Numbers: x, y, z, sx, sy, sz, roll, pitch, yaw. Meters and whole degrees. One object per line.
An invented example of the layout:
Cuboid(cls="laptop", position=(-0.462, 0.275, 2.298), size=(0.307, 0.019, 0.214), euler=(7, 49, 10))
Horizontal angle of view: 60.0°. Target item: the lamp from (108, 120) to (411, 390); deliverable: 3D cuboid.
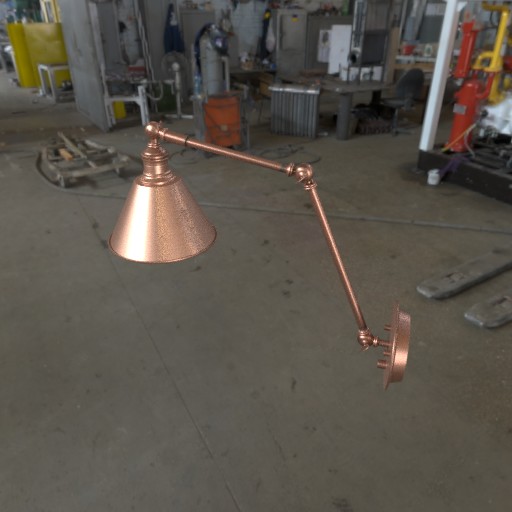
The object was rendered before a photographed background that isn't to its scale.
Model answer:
Cuboid(cls="lamp", position=(0.000, 0.000, 0.889), size=(0.624, 0.502, 0.223), euler=(8, 30, 14))
